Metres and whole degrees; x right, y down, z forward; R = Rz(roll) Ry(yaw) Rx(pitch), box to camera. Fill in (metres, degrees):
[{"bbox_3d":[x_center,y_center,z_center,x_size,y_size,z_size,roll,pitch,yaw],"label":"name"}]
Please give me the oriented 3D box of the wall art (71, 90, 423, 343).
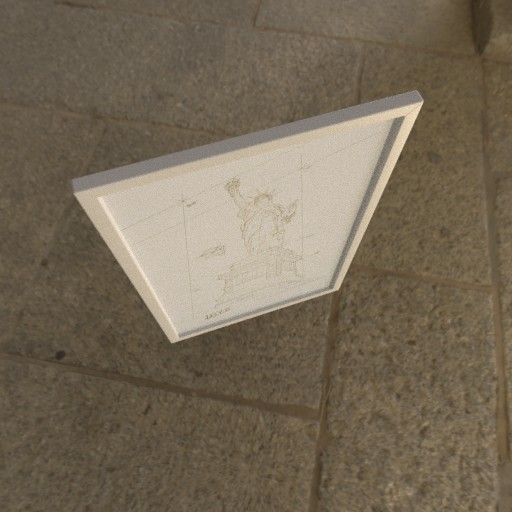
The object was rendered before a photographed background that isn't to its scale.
[{"bbox_3d":[0.000,0.000,1.036,0.556,0.813,0.026,-17,65,-8],"label":"wall art"}]
